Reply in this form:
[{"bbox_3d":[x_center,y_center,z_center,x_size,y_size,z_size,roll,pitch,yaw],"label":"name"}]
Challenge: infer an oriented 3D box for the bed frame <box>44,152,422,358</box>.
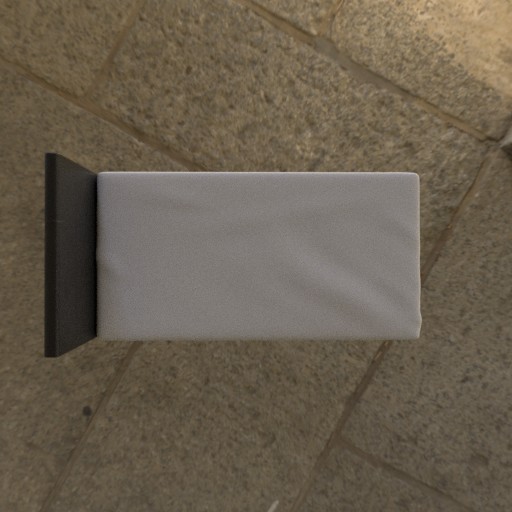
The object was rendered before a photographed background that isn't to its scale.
[{"bbox_3d":[0.000,0.000,2.566,2.152,1.046,1.038,0,90,-1],"label":"bed frame"}]
